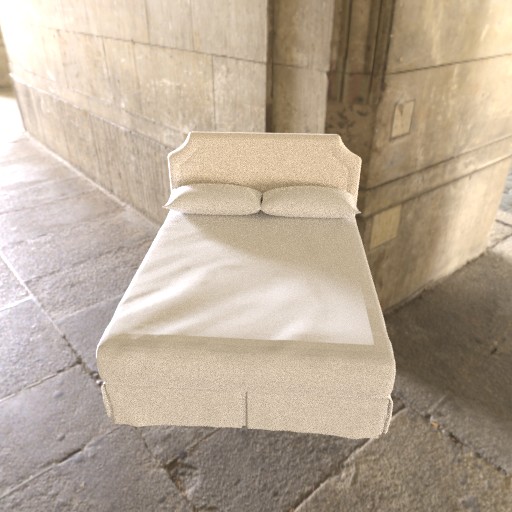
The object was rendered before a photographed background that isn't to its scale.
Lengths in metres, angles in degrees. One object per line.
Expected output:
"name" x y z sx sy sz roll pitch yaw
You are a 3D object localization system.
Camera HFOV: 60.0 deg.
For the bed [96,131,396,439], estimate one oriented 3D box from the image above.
"bed" 0.000 0.000 3.950 2.134 1.524 2.548 2 31 3
